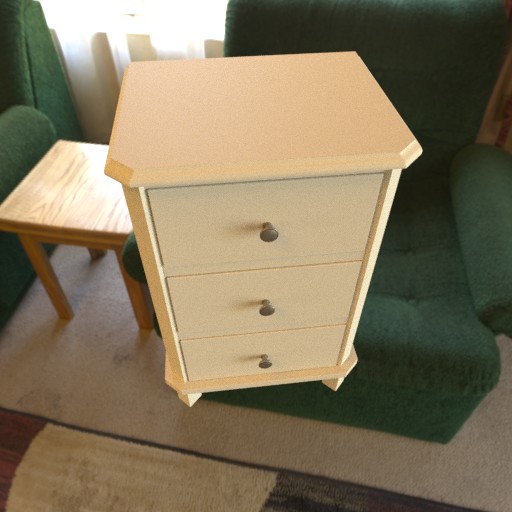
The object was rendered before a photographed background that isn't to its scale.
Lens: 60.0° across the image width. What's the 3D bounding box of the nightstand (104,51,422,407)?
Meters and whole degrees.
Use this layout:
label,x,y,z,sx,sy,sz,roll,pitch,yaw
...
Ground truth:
label,x,y,z,sx,sy,sz,roll,pitch,yaw
nightstand,0.000,0.000,0.928,0.435,0.681,0.351,-5,46,-5
